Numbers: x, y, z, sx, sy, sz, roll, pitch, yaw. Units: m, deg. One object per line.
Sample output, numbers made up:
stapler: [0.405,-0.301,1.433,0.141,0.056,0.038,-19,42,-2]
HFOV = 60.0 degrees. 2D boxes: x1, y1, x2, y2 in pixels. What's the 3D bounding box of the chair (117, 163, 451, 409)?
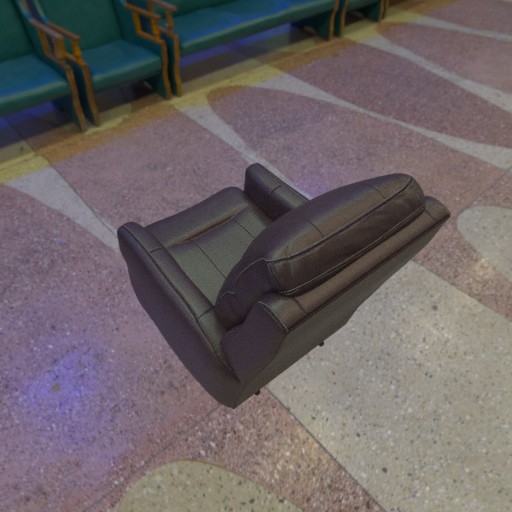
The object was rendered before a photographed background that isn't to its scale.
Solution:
chair: [0.000,0.000,1.775,0.829,1.030,1.080,-30,53,-26]
